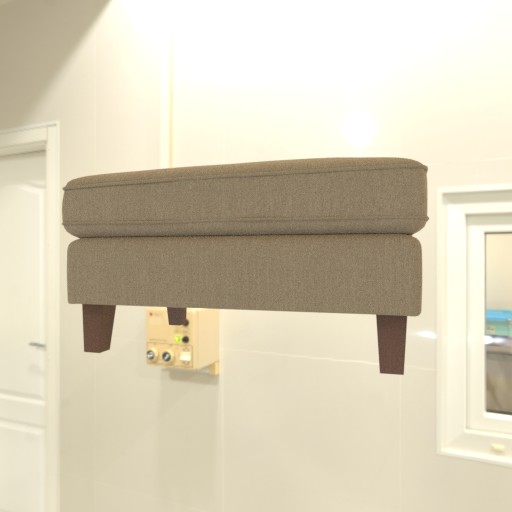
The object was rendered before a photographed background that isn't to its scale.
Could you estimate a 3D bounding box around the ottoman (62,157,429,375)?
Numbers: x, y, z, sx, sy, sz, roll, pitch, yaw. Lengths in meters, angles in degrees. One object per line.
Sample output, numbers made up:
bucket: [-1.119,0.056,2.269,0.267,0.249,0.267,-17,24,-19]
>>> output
ottoman: [0.000,0.000,1.343,0.945,0.521,0.636,0,0,16]
